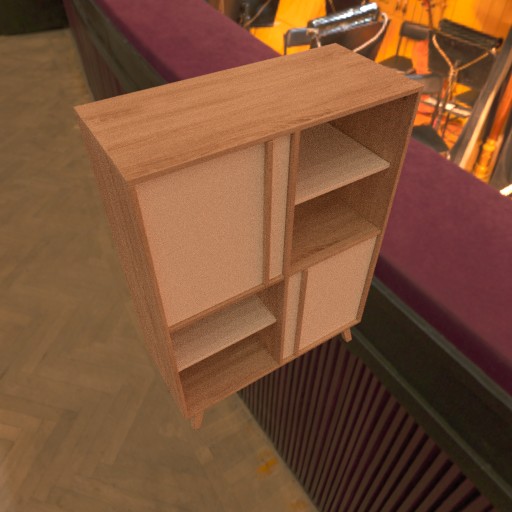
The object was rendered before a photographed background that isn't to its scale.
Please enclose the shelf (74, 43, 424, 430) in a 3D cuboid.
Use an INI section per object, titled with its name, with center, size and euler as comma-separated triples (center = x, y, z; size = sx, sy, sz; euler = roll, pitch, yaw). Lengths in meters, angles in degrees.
[shelf]
center = 0.000, 0.000, 1.858
size = 1.000, 1.390, 0.450
euler = -24, 49, -22
